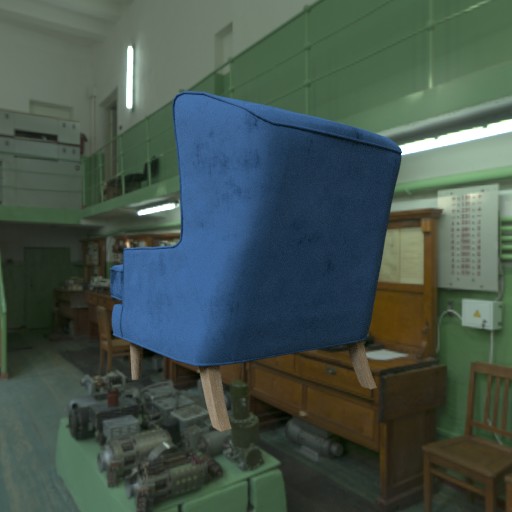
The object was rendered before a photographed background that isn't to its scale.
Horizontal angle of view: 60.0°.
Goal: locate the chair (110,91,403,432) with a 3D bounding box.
[{"bbox_3d":[0.000,0.000,1.625,0.793,0.952,0.910,0,0,-37],"label":"chair"}]
